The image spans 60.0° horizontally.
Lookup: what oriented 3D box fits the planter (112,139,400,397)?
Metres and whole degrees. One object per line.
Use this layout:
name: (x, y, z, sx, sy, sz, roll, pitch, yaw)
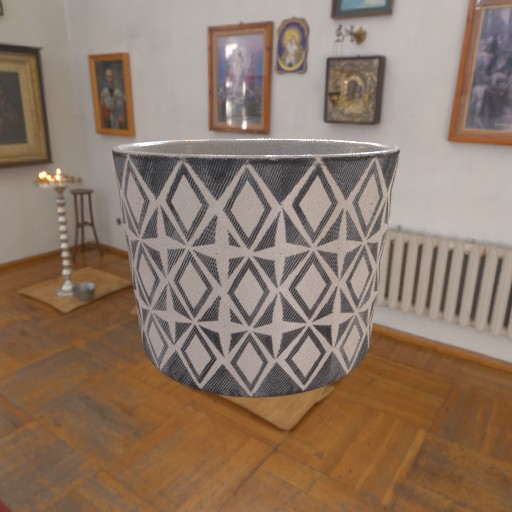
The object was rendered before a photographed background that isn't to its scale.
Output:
planter: (0.000, 0.000, 0.451, 0.260, 0.220, 0.260, 0, 17, 0)
